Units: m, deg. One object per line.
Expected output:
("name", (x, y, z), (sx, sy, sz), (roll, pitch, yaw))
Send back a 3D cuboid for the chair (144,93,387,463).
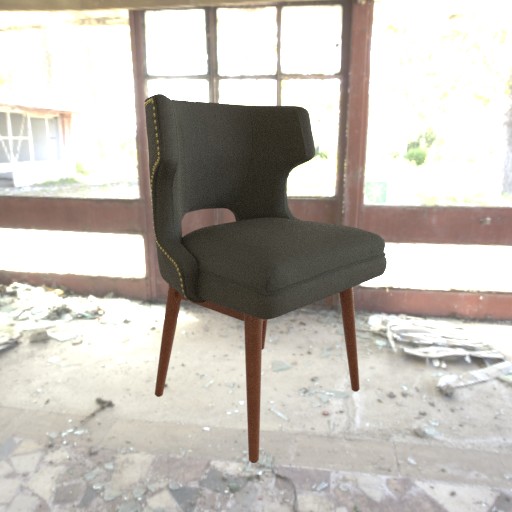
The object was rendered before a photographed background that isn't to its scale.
("chair", (0.000, 0.000, 1.258), (0.581, 0.863, 0.595), (14, 20, 43))
